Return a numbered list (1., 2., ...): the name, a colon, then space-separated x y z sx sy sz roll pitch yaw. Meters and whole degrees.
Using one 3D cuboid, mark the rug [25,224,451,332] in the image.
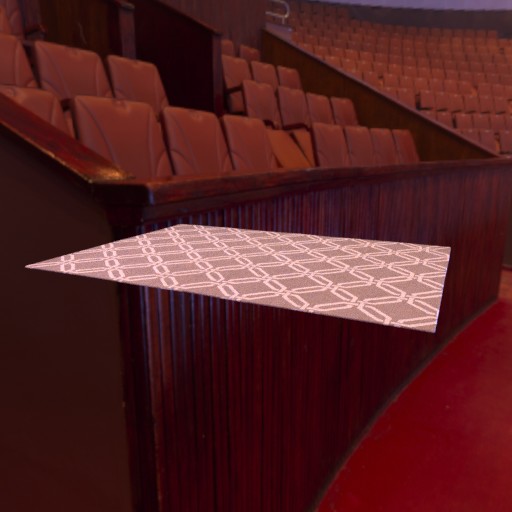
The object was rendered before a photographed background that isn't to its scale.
1. rug: 0.000 0.000 4.321 3.419 0.020 2.441 6 15 24
